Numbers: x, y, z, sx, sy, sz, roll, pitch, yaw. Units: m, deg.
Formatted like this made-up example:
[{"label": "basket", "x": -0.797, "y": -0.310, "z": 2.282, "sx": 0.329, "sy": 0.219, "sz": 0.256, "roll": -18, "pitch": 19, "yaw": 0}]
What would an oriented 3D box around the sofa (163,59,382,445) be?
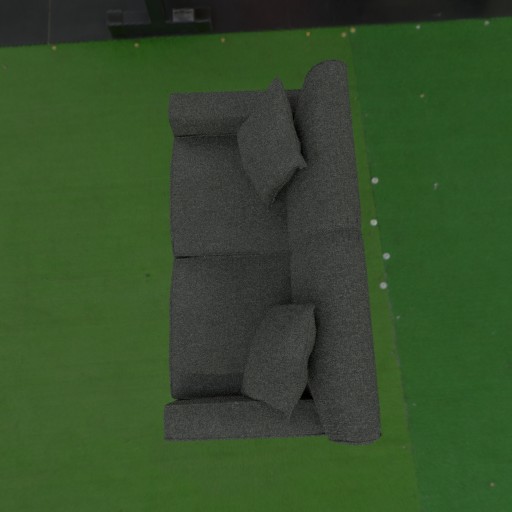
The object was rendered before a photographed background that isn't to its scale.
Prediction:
[{"label": "sofa", "x": 0.000, "y": 0.000, "z": 2.433, "sx": 0.998, "sy": 0.958, "sz": 1.846, "roll": -2, "pitch": 76, "yaw": 0}]
